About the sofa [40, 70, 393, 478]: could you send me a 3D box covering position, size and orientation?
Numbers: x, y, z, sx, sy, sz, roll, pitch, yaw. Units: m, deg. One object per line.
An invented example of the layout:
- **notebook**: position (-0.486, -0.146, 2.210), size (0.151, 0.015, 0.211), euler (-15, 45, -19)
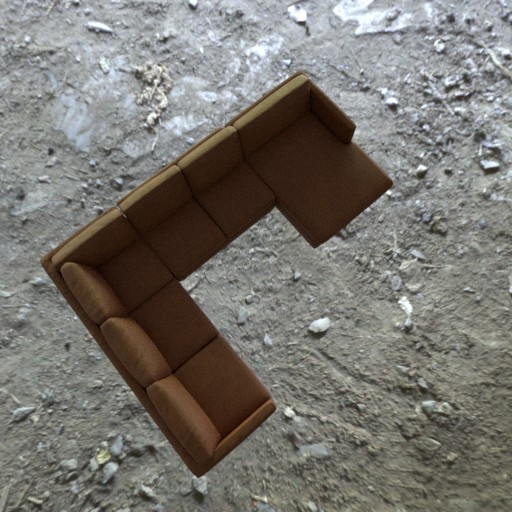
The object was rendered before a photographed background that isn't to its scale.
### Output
- **sofa**: position (0.000, 0.000, 4.623), size (3.460, 0.923, 2.593), euler (-39, 78, -10)
